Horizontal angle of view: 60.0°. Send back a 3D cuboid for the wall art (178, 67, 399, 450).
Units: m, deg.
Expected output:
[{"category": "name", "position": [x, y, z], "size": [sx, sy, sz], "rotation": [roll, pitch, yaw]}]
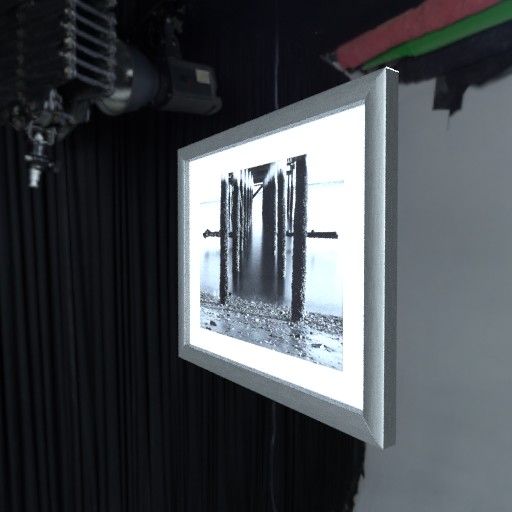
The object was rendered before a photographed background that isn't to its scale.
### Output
[{"category": "wall art", "position": [0.000, 0.000, 0.760], "size": [0.028, 0.457, 0.556], "rotation": [-1, 2, -36]}]
